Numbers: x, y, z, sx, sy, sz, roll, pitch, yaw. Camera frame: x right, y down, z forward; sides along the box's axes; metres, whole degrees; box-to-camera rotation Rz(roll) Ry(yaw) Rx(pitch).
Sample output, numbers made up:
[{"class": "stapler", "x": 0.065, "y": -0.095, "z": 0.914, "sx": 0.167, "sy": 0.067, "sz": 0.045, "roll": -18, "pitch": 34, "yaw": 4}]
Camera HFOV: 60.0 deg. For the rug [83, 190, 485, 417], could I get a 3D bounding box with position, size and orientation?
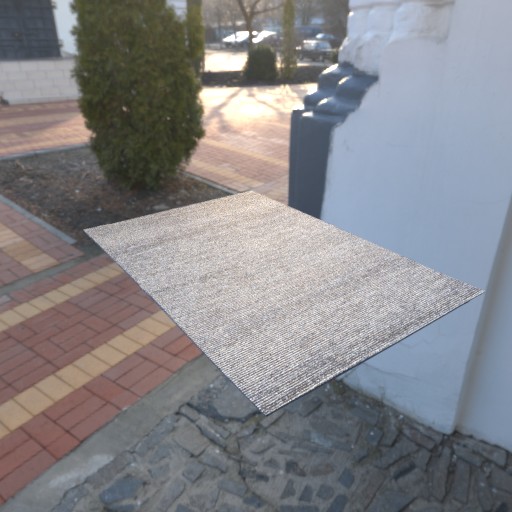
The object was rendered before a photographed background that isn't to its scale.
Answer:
[{"class": "rug", "x": 0.000, "y": 0.000, "z": 3.019, "sx": 1.624, "sy": 0.030, "sz": 2.349, "roll": -18, "pitch": 32, "yaw": -32}]
